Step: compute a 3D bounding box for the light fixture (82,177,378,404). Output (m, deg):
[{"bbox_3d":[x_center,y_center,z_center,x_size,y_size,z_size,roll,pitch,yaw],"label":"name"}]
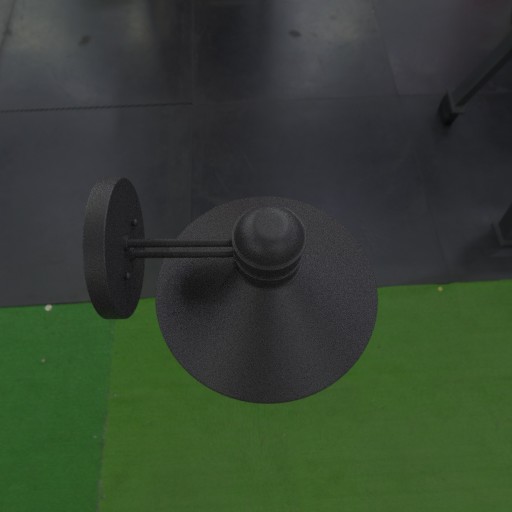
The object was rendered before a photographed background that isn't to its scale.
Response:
[{"bbox_3d":[0.000,0.000,0.682,0.434,0.265,0.396,-1,63,0],"label":"light fixture"}]
